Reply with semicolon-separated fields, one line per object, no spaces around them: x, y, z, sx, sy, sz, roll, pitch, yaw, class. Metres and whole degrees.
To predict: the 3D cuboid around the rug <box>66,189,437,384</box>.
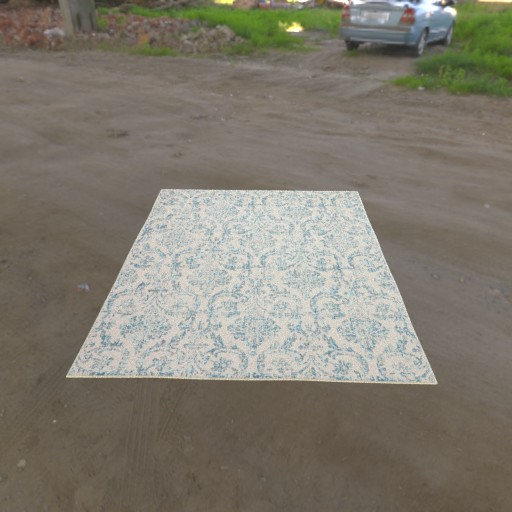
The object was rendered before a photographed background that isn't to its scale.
0.000;0.000;4.076;2.363;0.012;2.980;1;32;1;rug
